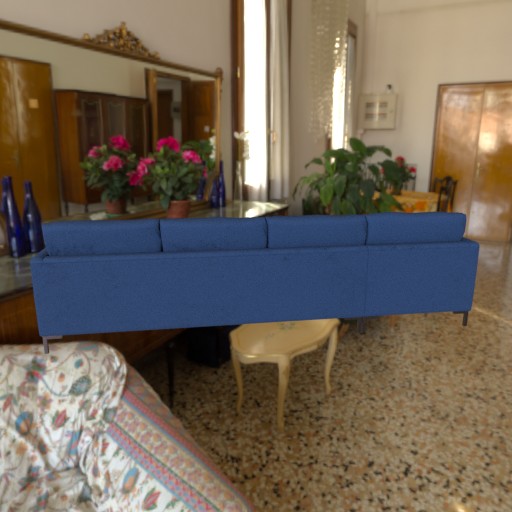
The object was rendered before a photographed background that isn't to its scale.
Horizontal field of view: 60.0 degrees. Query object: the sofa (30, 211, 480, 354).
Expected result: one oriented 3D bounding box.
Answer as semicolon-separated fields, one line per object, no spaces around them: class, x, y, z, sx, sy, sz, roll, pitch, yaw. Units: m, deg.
sofa;0.000;0.000;2.900;2.450;0.679;1.128;-2;15;-9
